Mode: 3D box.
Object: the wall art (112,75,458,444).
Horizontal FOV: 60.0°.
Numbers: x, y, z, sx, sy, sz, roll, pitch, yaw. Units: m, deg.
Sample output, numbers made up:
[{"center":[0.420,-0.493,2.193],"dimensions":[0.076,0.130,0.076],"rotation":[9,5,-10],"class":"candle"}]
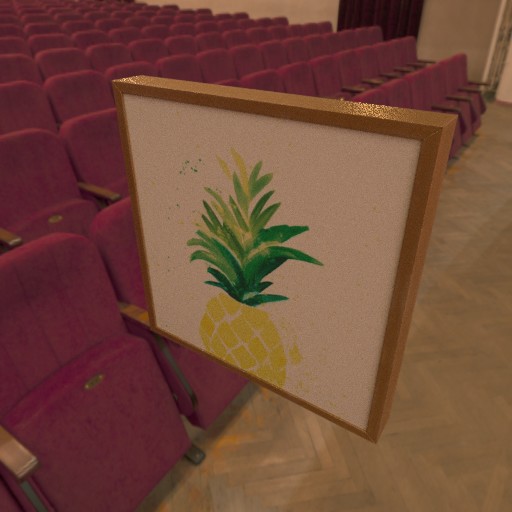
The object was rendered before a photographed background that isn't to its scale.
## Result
[{"center":[0.000,0.000,0.439],"dimensions":[0.306,0.305,0.038],"rotation":[19,35,29],"class":"wall art"}]
